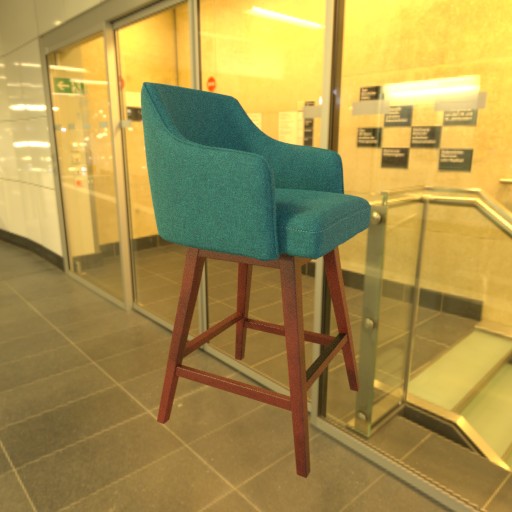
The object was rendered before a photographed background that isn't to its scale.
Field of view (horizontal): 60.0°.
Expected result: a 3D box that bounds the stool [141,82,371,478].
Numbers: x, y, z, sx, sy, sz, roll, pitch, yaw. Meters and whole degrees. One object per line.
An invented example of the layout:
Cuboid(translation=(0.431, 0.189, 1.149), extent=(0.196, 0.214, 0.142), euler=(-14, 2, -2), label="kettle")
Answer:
Cuboid(translation=(0.000, 0.000, 1.300), extent=(0.556, 0.961, 0.548), euler=(8, 16, 28), label="stool")
